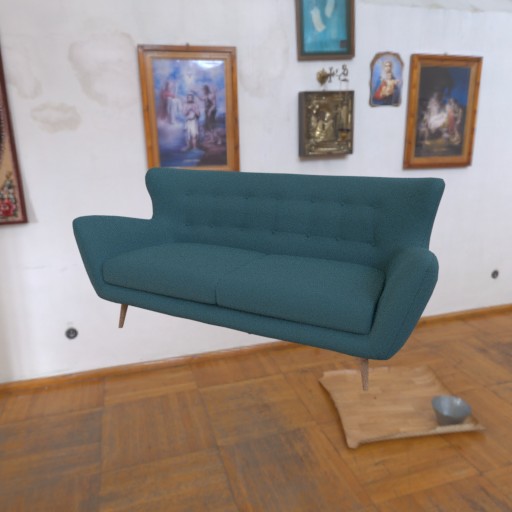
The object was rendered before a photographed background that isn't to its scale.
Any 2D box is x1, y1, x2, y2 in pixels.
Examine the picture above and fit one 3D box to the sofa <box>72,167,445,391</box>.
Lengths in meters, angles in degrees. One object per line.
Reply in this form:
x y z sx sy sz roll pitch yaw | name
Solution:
0.000 0.000 2.456 1.930 0.890 0.889 8 17 27 | sofa
